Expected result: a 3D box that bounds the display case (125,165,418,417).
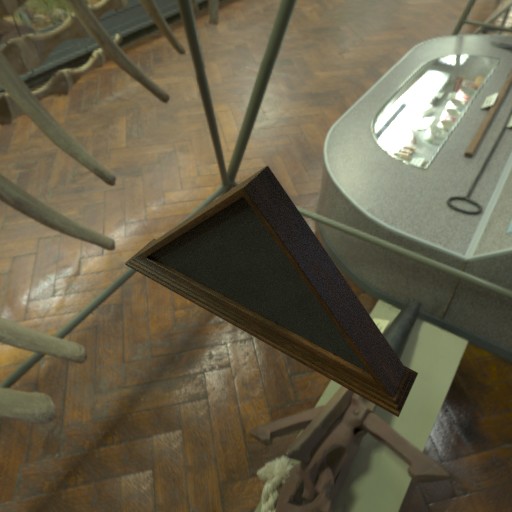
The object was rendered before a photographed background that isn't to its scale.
[{"bbox_3d":[0.000,0.000,0.778,0.640,0.340,0.095,25,51,22],"label":"display case"}]
